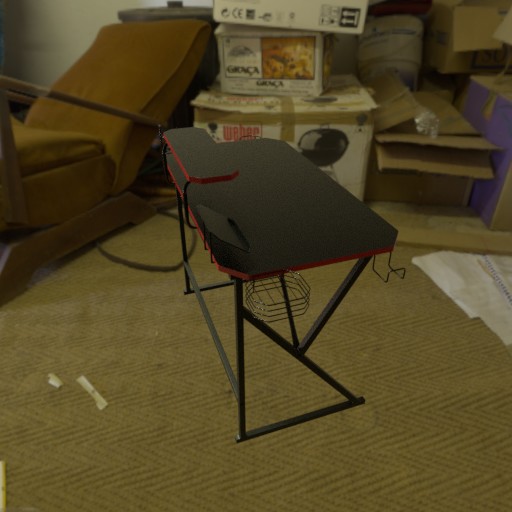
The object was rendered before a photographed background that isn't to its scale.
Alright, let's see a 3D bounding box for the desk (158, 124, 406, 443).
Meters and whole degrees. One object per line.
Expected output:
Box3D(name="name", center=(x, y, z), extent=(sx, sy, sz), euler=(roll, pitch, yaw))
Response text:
Box3D(name="desk", center=(0.000, 0.000, 1.746), extent=(0.588, 0.913, 1.280), euler=(-11, 34, -16))
